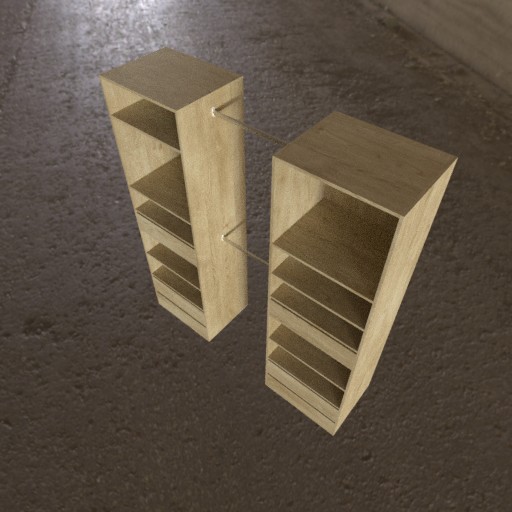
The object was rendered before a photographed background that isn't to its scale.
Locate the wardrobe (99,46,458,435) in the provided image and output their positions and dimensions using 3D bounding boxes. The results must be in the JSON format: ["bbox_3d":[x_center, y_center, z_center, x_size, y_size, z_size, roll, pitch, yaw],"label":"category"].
[{"bbox_3d":[0.000,0.000,2.819,1.770,2.000,0.480,31,54,26],"label":"wardrobe"}]
